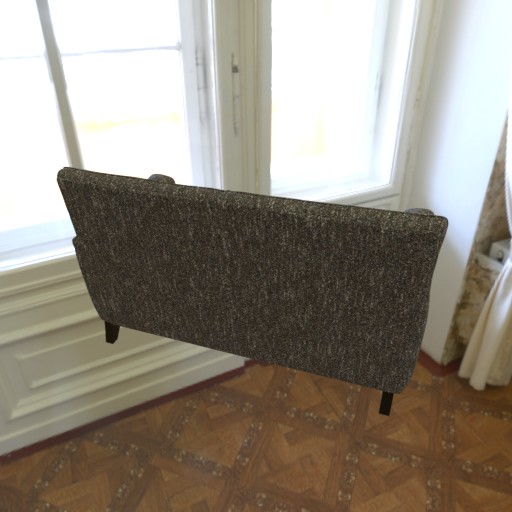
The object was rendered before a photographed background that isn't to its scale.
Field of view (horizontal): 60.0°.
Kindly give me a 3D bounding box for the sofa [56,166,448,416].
[{"bbox_3d":[0.000,0.000,2.060,1.519,0.946,0.801,10,32,16],"label":"sofa"}]
